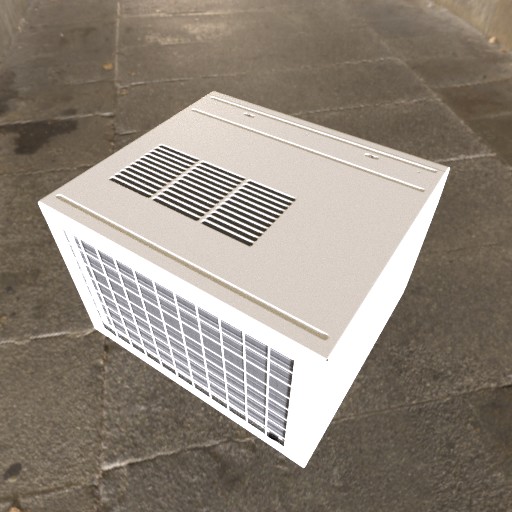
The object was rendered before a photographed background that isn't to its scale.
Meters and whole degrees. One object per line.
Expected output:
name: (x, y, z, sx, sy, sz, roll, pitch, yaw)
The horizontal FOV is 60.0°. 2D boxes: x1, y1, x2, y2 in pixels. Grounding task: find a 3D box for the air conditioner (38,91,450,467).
air conditioner: (0.000, 0.000, 1.086, 0.645, 0.455, 0.599, 26, 51, 23)
